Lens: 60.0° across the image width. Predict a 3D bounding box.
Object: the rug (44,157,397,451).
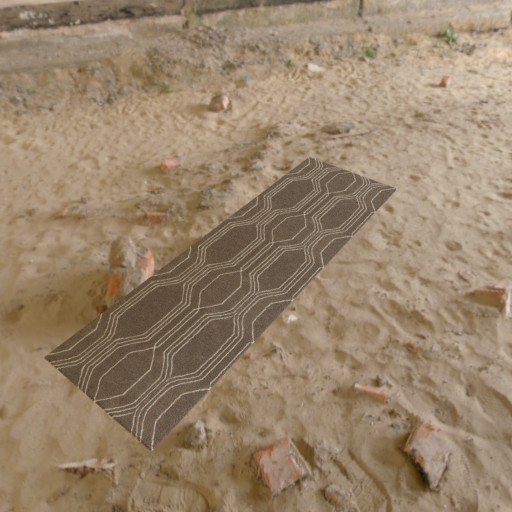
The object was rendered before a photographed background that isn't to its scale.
[{"bbox_3d":[0.000,0.000,2.750,0.773,0.012,2.464,27,49,27],"label":"rug"}]
